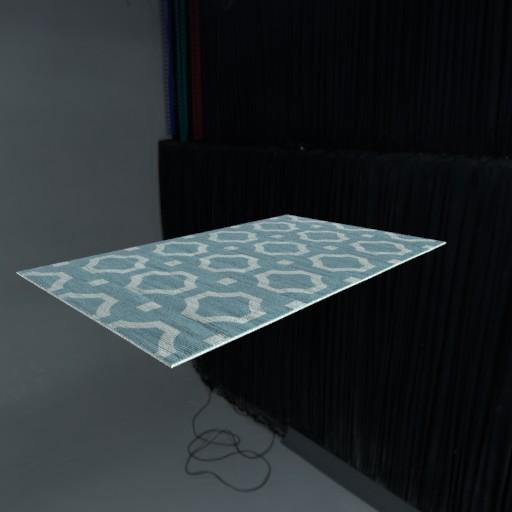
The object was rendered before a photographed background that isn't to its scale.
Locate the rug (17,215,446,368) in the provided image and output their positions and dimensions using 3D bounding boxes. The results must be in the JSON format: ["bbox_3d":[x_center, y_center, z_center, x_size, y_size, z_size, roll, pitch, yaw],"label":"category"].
[{"bbox_3d":[0.000,0.000,2.919,1.528,0.015,2.443,15,22,42],"label":"rug"}]
